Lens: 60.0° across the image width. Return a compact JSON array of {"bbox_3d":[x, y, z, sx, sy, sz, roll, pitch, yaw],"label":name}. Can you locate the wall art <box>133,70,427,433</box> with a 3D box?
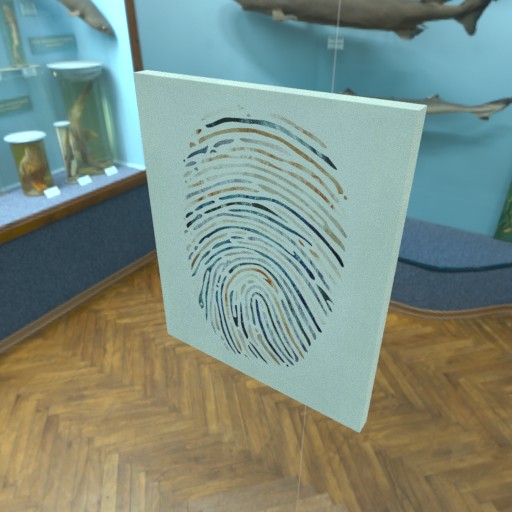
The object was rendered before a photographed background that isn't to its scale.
[{"bbox_3d":[0.000,0.000,0.833,0.508,0.606,0.037,19,36,29],"label":"wall art"}]
